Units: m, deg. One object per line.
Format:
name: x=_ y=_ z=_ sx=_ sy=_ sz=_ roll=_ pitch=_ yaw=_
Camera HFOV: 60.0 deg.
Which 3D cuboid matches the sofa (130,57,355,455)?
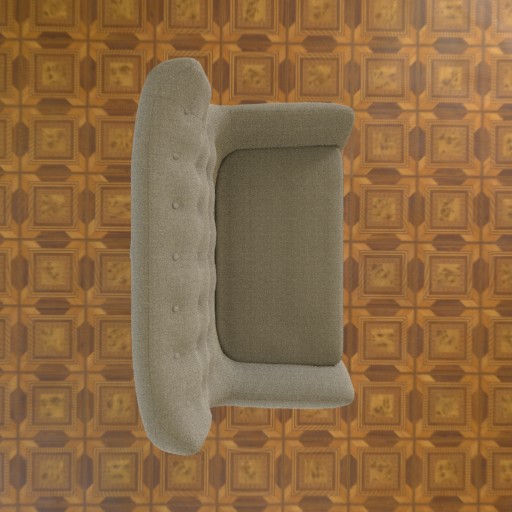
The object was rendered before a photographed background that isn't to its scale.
sofa: x=0.000 y=0.000 z=1.982 sx=0.884 sy=1.028 sz=1.386 roll=0 pitch=90 yaw=-1
